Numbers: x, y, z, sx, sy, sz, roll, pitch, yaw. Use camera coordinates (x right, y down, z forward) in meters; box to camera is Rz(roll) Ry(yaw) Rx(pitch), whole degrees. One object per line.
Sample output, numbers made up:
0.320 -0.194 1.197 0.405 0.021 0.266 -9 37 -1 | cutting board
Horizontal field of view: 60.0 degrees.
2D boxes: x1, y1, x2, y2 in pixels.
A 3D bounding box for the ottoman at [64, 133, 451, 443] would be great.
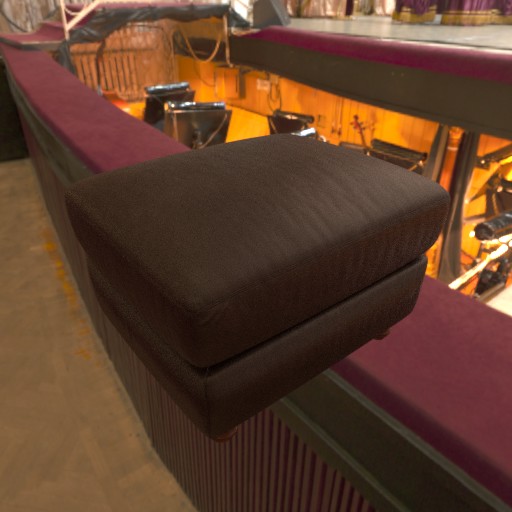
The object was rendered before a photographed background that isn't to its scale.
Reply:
0.000 0.000 1.244 0.806 0.569 0.670 -22 37 -32 | ottoman
